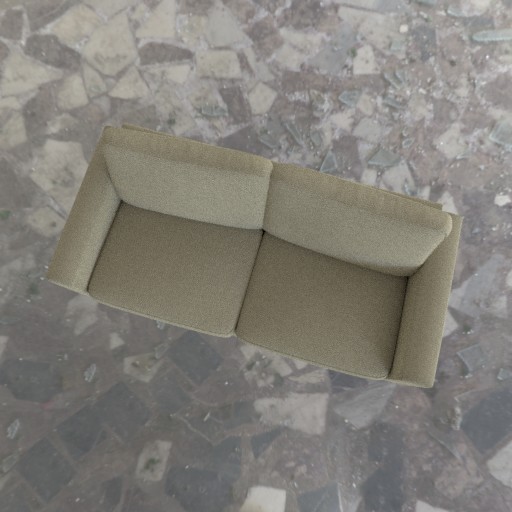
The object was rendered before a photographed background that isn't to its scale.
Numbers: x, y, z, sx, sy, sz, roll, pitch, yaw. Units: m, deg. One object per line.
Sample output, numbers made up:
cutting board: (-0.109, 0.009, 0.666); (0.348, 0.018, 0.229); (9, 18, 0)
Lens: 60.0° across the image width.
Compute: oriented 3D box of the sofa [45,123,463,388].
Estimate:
sofa: (0.000, 0.000, 2.597); (2.179, 0.873, 1.016); (15, 77, 4)
